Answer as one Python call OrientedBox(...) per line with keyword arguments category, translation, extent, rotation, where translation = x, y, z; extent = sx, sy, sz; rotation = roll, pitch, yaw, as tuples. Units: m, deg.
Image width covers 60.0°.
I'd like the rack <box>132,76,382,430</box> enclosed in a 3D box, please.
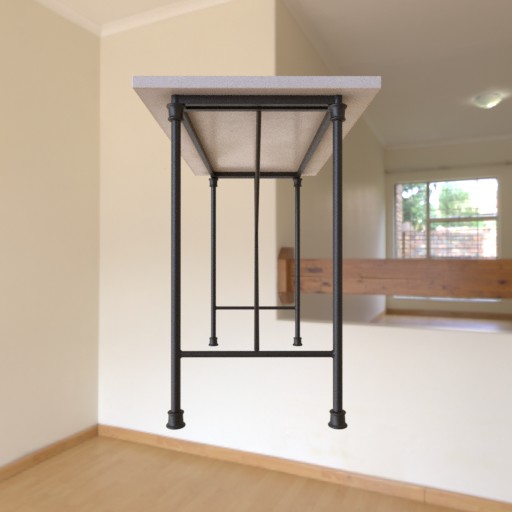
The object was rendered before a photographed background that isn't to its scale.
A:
OrientedBox(category="rack", translation=(0.000, 0.000, 1.664), extent=(0.613, 0.880, 1.159), rotation=(0, 0, 0))
